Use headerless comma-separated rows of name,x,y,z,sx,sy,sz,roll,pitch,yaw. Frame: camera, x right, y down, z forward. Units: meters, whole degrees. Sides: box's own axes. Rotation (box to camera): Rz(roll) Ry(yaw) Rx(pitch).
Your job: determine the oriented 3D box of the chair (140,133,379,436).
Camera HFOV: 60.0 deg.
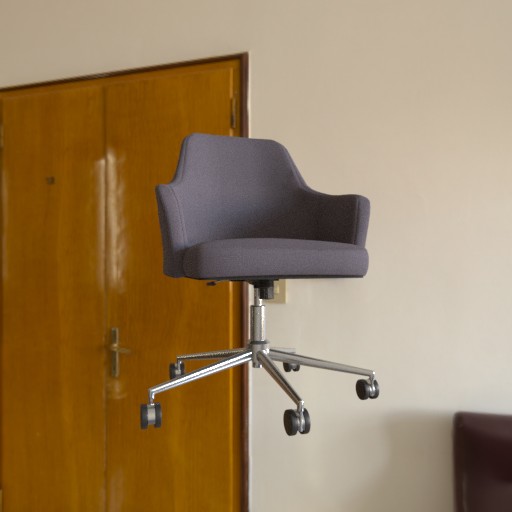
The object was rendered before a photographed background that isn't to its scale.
chair,0.000,0.000,1.270,0.655,0.820,0.600,0,0,-18
